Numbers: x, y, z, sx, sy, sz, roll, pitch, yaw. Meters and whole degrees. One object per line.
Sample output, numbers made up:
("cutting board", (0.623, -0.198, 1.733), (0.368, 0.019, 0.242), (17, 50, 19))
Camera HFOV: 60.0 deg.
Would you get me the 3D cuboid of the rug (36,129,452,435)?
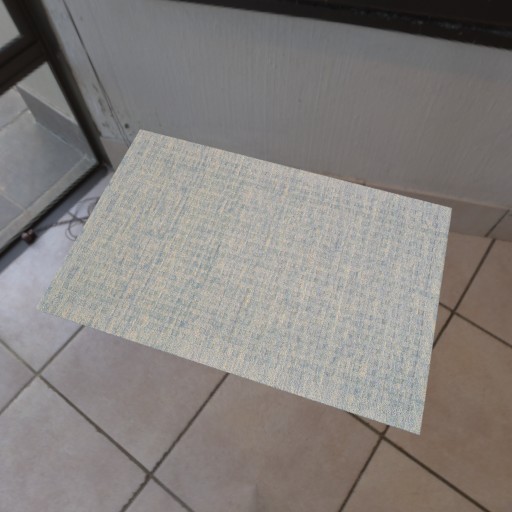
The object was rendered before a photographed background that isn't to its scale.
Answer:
("rug", (0.000, 0.000, 2.156), (1.752, 0.006, 1.142), (16, 64, 8))
